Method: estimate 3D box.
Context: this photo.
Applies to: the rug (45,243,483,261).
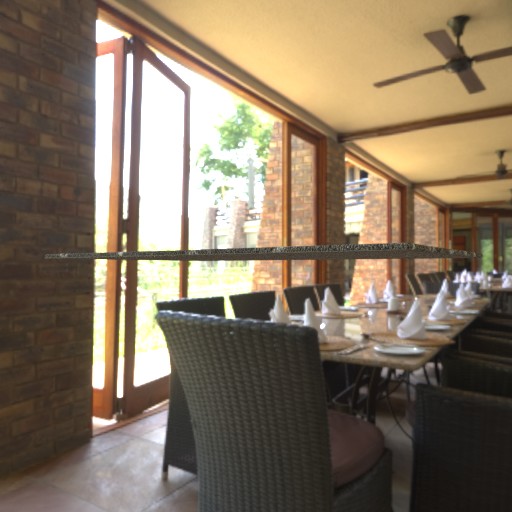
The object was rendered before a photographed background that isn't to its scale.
[{"bbox_3d":[0.000,0.000,2.891,2.438,0.030,1.524,-1,-2,36],"label":"rug"}]
